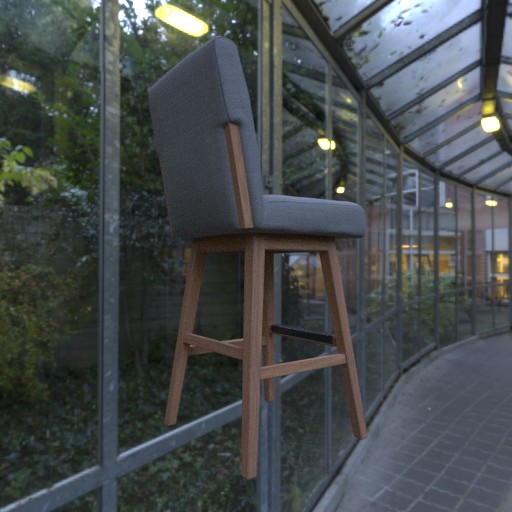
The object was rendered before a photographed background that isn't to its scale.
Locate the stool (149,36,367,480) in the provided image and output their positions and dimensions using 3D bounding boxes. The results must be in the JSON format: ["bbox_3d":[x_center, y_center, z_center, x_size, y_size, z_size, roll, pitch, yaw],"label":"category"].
[{"bbox_3d":[0.000,0.000,1.410,0.570,1.112,0.483,1,-1,-36],"label":"stool"}]
